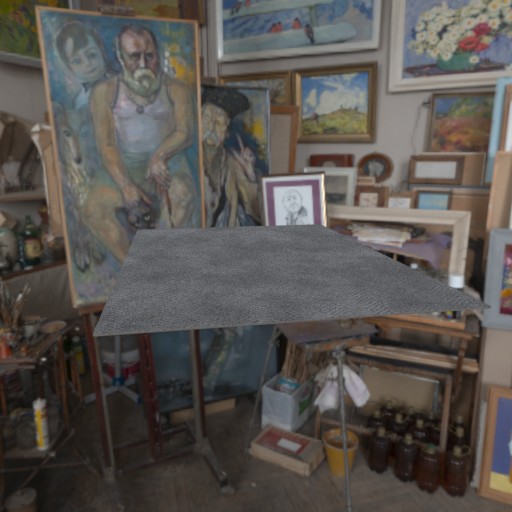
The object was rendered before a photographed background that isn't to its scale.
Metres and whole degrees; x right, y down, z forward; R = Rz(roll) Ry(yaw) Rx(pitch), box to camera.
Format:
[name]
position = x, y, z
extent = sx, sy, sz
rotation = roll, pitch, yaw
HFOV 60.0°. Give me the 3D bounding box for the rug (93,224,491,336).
[rug]
position = 0.000, 0.000, 2.788
extent = 1.600, 0.008, 2.235
rotation = -2, 13, -10
